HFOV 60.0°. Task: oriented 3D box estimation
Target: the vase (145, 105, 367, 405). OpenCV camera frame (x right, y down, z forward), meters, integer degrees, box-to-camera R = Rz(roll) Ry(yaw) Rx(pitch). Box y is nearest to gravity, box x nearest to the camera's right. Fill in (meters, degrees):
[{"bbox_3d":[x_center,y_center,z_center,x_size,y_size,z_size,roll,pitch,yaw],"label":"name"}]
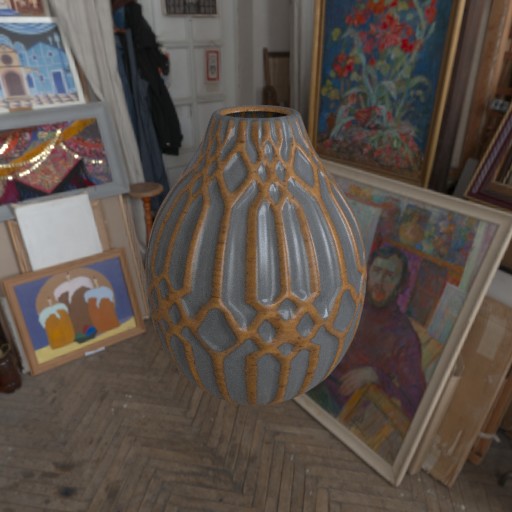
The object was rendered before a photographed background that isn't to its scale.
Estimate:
[{"bbox_3d":[0.000,0.000,0.139,0.069,0.088,0.069,0,27,0],"label":"vase"}]
